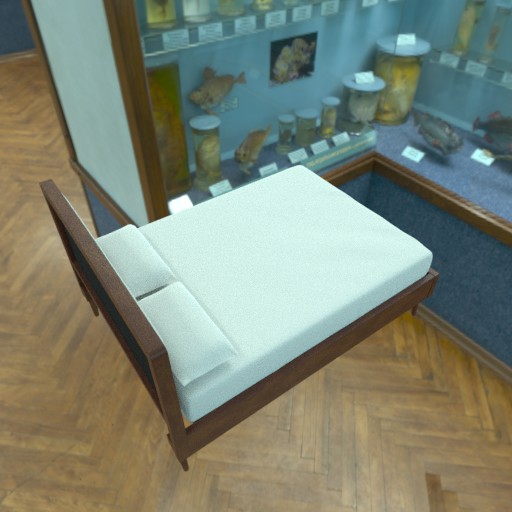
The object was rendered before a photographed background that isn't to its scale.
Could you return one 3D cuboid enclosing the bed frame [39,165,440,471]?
[{"bbox_3d":[0.000,0.000,3.141,2.171,1.279,1.587,-26,49,-25],"label":"bed frame"}]
